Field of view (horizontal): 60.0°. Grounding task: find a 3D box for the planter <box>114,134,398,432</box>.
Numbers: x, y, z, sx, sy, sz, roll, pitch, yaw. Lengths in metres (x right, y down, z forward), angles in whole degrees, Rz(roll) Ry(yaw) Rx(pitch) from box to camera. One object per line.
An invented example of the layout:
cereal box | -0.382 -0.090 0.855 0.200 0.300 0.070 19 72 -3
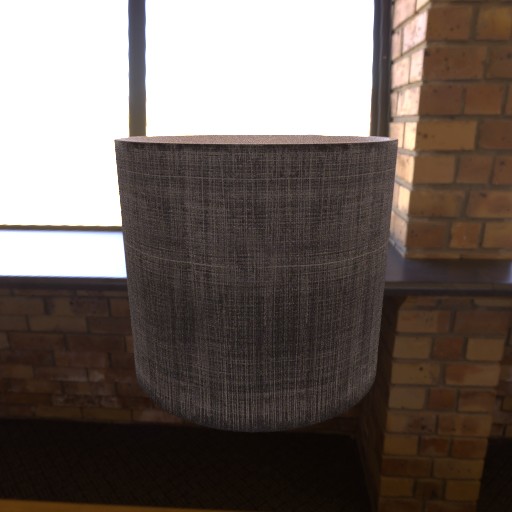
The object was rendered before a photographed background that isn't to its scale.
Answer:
planter | 0.000 0.000 0.389 0.221 0.201 0.221 0 17 0
